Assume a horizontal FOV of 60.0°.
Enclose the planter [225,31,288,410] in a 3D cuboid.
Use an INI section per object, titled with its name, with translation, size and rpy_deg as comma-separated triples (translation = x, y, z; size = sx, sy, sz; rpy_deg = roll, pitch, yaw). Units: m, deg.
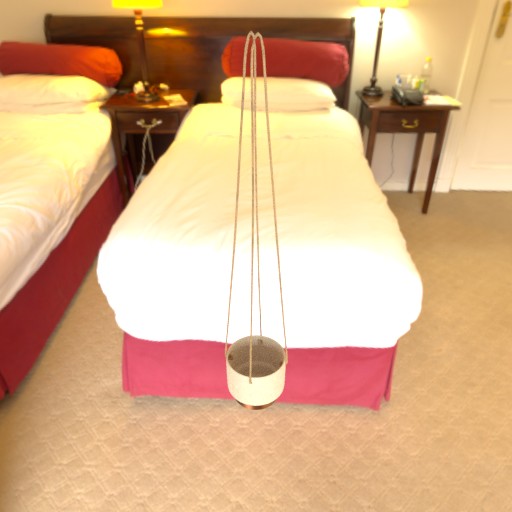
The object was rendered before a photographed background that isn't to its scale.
[planter]
translation = 0.000, 0.000, 0.925
size = 0.146, 0.841, 0.146
rpy_deg = -21, 38, -29
